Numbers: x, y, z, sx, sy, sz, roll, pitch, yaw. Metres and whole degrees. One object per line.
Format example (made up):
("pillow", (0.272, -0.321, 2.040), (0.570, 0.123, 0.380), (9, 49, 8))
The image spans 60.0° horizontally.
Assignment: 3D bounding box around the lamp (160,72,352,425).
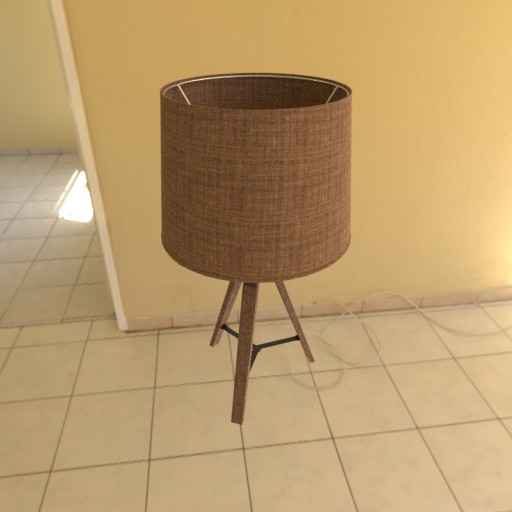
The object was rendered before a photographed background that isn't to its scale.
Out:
("lamp", (0.000, 0.000, 0.714), (0.290, 0.514, 0.290), (0, 31, 0))
